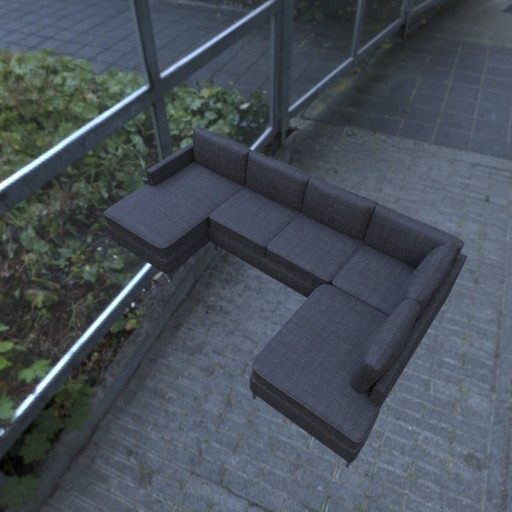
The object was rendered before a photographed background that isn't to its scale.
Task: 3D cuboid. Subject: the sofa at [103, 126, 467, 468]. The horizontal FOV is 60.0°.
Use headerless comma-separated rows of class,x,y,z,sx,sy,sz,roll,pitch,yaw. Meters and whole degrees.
sofa,0.000,0.000,4.380,3.423,0.999,2.048,29,53,25
